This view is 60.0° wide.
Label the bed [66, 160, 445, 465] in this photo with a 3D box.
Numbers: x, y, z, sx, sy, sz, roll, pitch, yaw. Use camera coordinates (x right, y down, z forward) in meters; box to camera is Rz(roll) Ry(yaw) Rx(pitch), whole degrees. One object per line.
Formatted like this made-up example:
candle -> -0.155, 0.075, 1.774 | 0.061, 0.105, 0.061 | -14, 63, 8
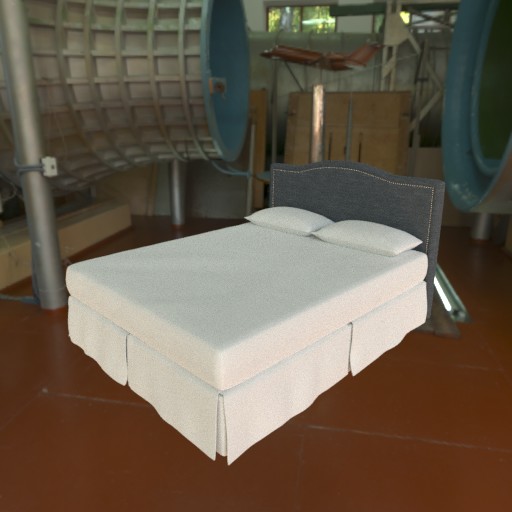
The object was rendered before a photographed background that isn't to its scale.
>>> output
bed -> 0.000, 0.000, 3.887 | 2.689, 1.457, 2.161 | -17, 24, -42
